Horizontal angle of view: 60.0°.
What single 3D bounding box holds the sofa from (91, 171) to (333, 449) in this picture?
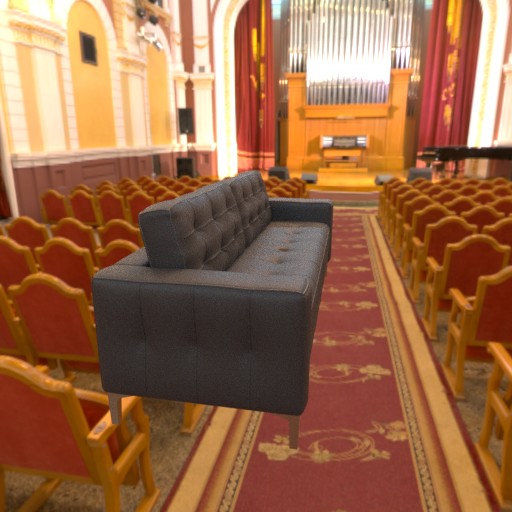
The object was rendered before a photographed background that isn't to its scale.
[{"bbox_3d":[0.000,0.000,2.677,0.833,0.893,2.275,3,16,11],"label":"sofa"}]
